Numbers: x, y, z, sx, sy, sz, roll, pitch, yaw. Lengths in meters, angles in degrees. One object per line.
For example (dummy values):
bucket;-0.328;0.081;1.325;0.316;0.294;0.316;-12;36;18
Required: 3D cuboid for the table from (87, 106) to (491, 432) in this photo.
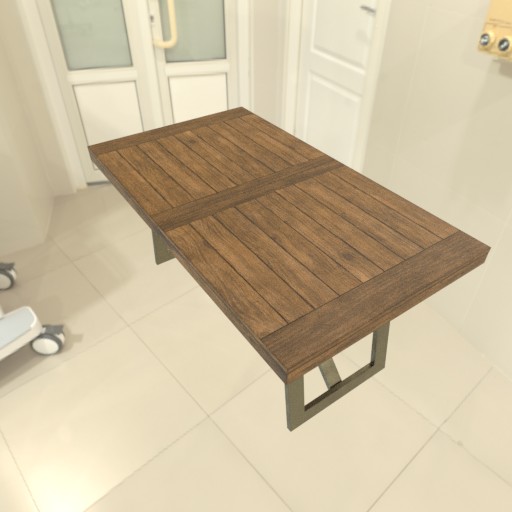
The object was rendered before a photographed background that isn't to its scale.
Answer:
table;0.000;0.000;2.159;0.931;0.757;1.641;-24;45;-26
